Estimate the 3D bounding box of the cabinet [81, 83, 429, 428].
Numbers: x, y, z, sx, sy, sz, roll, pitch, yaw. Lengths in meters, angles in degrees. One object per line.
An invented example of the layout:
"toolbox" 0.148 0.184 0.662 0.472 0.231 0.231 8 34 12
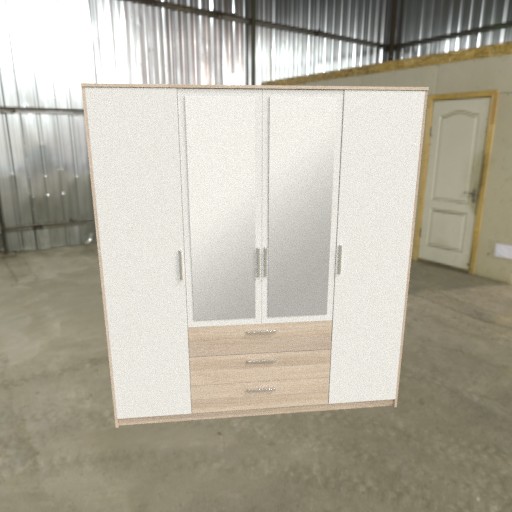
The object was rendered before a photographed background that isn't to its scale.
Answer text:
"cabinet" 0.000 0.000 2.930 1.870 2.060 0.620 -2 16 -6
